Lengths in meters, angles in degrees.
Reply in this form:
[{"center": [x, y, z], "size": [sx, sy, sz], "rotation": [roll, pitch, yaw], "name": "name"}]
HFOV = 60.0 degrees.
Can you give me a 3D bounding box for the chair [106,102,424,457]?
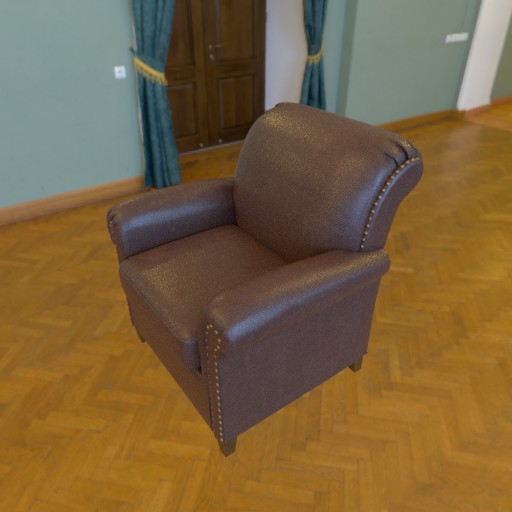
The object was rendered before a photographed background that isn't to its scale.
[{"center": [0.000, 0.000, 1.635], "size": [0.890, 0.927, 0.854], "rotation": [-21, 38, -30], "name": "chair"}]
